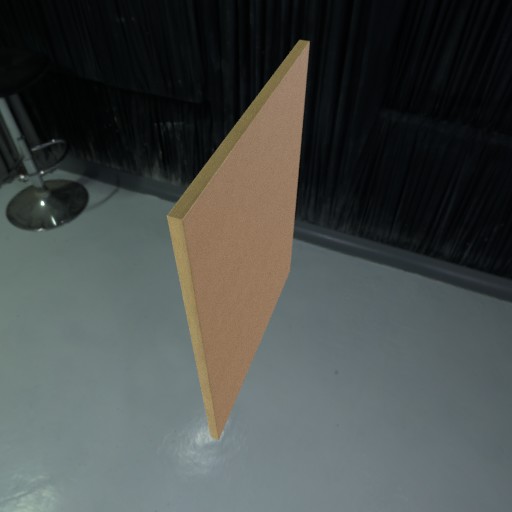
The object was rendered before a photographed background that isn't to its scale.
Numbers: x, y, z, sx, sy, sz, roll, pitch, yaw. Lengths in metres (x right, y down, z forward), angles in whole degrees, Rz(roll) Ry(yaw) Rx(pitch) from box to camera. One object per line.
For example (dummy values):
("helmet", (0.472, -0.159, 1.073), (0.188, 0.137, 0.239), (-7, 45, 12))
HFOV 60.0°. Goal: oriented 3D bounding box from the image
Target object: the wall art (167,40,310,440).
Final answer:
("wall art", (0.000, 0.000, 1.378), (0.030, 1.002, 0.798), (15, 49, 14))
